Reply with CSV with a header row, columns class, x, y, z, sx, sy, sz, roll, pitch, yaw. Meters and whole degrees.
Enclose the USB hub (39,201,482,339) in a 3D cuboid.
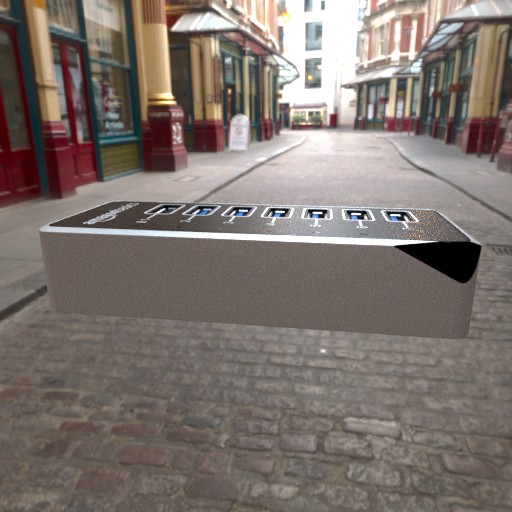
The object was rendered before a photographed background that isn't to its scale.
class,x,y,z,sx,sy,sz,roll,pitch,yaw
USB hub,0.000,0.000,0.129,0.110,0.023,0.044,3,17,9
